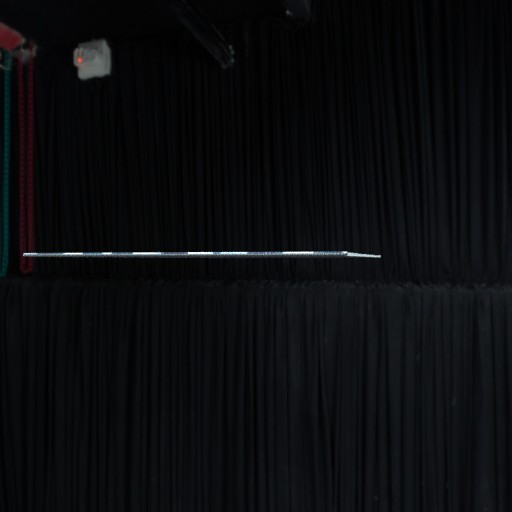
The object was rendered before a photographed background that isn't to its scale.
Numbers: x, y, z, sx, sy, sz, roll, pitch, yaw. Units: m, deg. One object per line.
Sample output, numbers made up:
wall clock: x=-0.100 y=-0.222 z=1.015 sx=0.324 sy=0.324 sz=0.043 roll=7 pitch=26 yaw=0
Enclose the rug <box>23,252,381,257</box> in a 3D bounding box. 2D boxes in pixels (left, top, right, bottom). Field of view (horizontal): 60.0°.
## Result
rug: x=0.000 y=0.000 z=3.016 sx=1.518 sy=0.015 sz=2.438 roll=0 pitch=0 yaw=18
